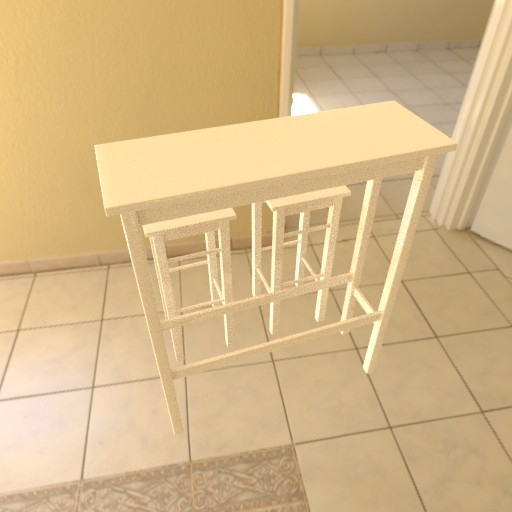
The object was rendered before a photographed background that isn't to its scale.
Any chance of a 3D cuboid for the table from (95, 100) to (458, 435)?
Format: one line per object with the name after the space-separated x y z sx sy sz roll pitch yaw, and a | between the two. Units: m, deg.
0.000 0.000 1.645 0.915 1.065 0.650 -13 43 -14 | table
